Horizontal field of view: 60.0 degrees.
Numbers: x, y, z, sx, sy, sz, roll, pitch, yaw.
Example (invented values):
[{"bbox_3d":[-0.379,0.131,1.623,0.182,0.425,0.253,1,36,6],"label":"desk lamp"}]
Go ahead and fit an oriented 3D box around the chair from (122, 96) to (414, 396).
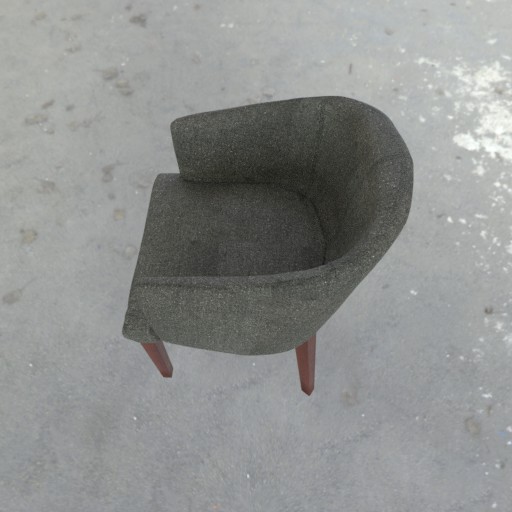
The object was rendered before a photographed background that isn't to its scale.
[{"bbox_3d":[0.000,0.000,1.260,0.655,0.811,0.583,3,58,2],"label":"chair"}]
